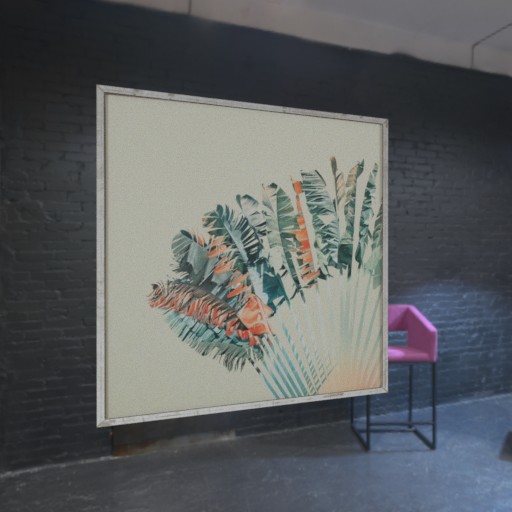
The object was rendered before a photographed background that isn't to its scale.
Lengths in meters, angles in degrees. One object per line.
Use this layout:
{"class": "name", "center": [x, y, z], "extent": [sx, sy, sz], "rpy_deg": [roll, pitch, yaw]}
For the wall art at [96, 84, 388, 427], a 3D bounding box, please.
{"class": "wall art", "center": [0.000, 0.000, 0.751], "extent": [0.508, 0.506, 0.029], "rpy_deg": [0, 0, -19]}
